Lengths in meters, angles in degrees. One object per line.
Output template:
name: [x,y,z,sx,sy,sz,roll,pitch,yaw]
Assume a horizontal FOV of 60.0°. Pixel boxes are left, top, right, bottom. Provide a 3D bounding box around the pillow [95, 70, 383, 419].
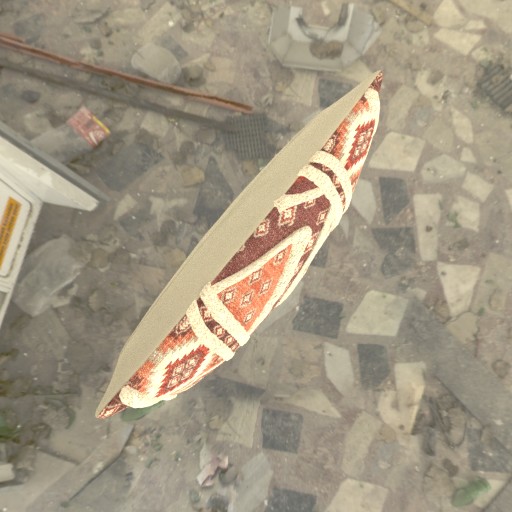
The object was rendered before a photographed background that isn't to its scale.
pillow: [0.000,0.000,0.722,0.161,0.295,0.608,37,79,9]
